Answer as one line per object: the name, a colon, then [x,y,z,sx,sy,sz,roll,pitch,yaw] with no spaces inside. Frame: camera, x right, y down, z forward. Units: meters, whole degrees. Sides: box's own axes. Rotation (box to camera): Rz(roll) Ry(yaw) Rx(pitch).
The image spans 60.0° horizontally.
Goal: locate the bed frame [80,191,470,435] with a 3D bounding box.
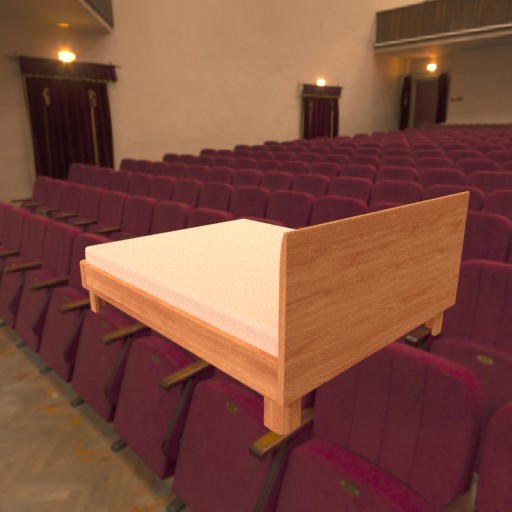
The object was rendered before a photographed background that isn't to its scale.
bed frame: [0.000,0.000,3.051,1.660,0.940,2.092,-15,21,-41]
